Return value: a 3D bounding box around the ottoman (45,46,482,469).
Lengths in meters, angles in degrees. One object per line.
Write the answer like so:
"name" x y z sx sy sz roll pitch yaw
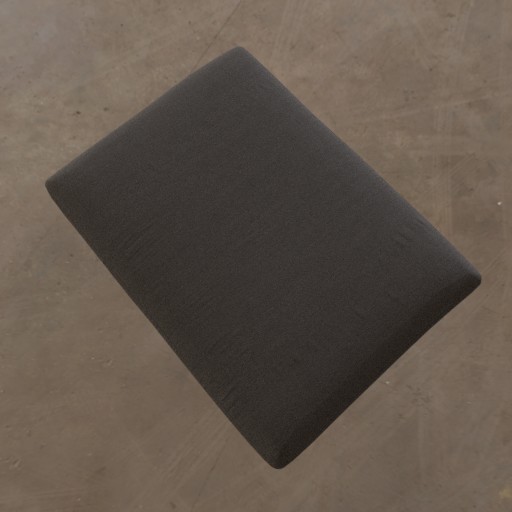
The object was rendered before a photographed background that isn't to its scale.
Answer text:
"ottoman" 0.000 0.000 1.109 0.569 0.500 0.771 -40 78 -10
